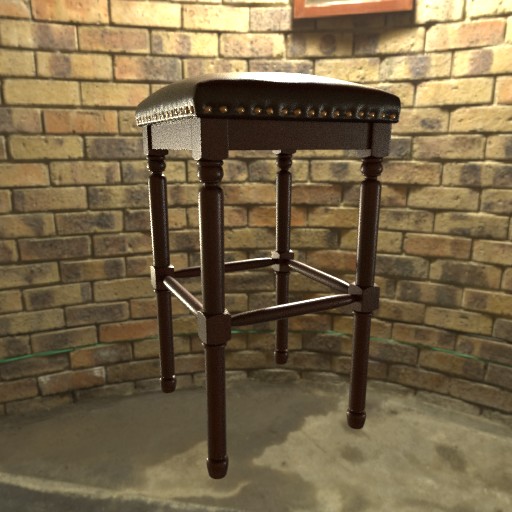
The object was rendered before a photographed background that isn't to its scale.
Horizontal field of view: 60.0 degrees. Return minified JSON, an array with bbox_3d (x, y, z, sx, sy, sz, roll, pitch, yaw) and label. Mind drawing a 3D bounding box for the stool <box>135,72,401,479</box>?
[{"bbox_3d":[0.000,0.000,0.921,0.382,0.702,0.383,-7,16,-26],"label":"stool"}]
